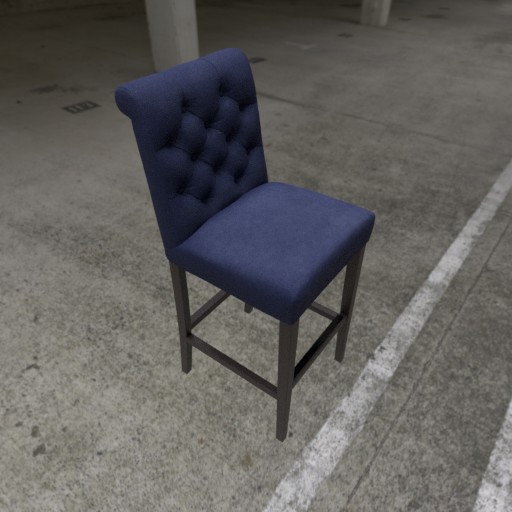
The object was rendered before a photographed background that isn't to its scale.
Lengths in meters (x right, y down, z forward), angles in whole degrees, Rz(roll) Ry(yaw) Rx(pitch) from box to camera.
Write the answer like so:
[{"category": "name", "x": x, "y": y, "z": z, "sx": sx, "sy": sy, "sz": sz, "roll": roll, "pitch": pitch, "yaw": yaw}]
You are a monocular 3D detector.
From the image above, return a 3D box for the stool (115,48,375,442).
[{"category": "stool", "x": 0.000, "y": 0.000, "z": 1.481, "sx": 0.601, "sy": 1.140, "sz": 0.493, "roll": 25, "pitch": 46, "yaw": 27}]
